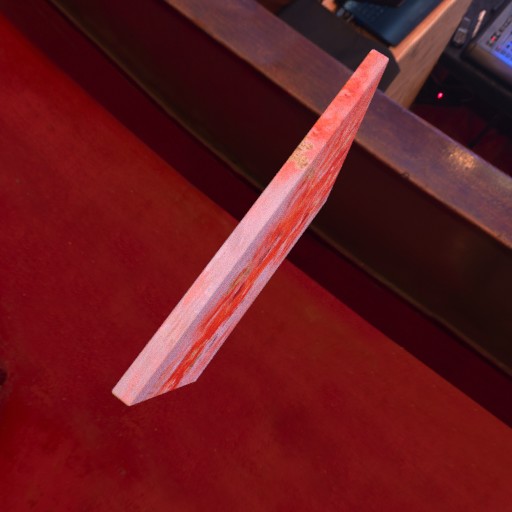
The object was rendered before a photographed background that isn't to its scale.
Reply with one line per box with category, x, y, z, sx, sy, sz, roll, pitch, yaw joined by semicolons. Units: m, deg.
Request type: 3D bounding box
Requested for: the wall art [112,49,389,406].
wall art;0.000;0.000;1.107;0.064;0.746;0.747;35;79;8
